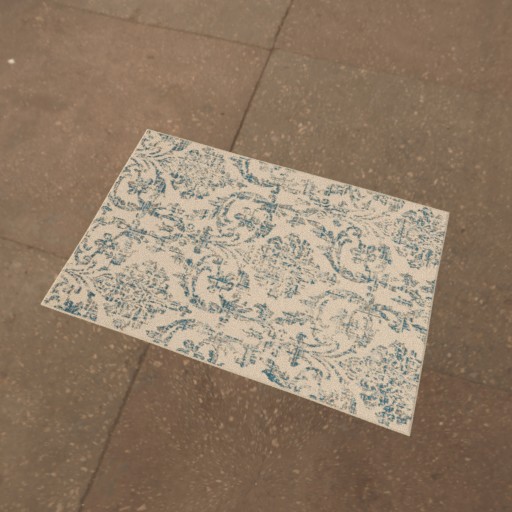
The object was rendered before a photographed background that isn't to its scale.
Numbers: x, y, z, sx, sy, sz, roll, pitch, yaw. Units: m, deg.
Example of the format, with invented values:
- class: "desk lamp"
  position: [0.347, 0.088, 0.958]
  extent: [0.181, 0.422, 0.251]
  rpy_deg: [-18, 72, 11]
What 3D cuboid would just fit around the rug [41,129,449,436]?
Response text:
- class: "rug"
  position: [0.000, 0.000, 2.312]
  extent: [1.831, 0.012, 1.213]
  rpy_deg: [17, 64, 9]
